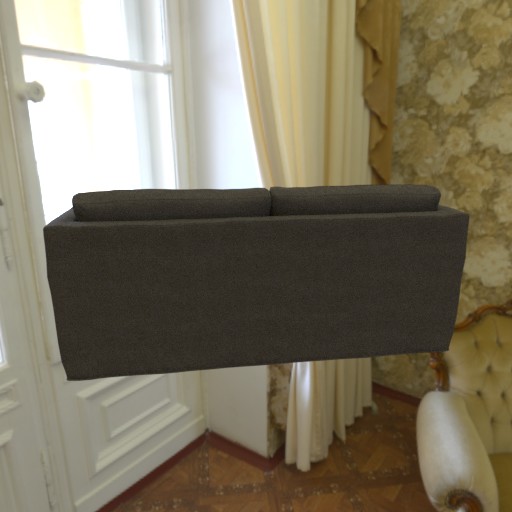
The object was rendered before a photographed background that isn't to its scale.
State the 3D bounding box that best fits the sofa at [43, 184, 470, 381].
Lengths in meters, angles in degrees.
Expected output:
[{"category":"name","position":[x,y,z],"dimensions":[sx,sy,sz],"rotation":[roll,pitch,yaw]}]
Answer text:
[{"category":"sofa","position":[0.000,0.000,2.500],"dimensions":[1.982,0.855,0.953],"rotation":[-2,16,-8]}]
